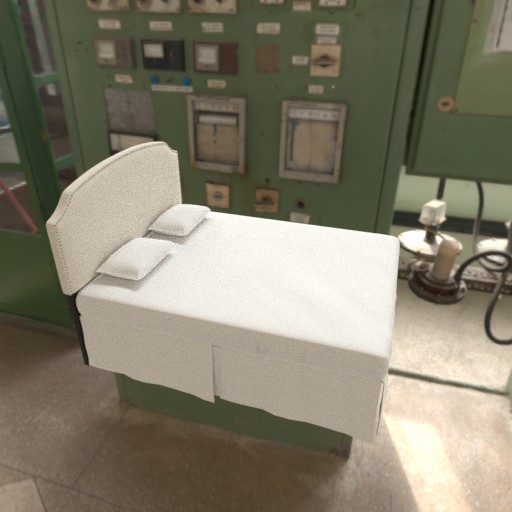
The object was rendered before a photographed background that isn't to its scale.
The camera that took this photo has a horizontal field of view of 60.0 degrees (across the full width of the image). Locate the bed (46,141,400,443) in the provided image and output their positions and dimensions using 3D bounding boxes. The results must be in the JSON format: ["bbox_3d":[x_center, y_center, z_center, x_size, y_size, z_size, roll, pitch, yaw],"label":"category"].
[{"bbox_3d":[0.000,0.000,3.059,1.999,1.270,1.558,9,31,16],"label":"bed"}]
